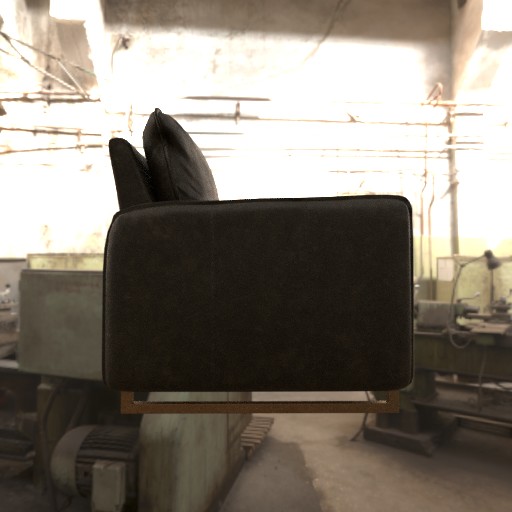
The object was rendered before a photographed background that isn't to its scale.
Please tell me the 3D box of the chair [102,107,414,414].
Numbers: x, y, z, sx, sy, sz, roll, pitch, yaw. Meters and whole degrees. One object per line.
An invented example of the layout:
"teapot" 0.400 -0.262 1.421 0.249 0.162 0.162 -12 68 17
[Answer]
"chair" 0.000 0.000 1.634 0.921 0.921 0.830 0 -2 -1
